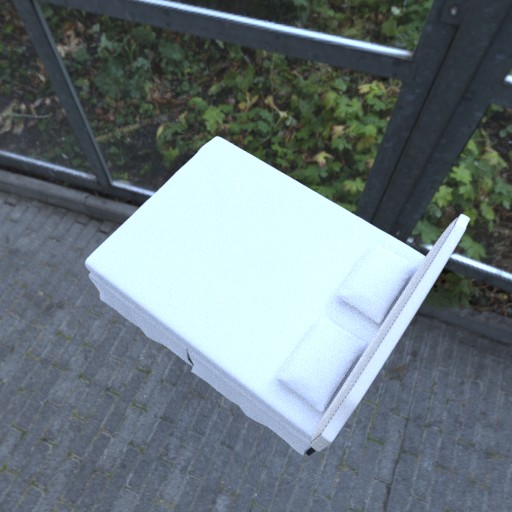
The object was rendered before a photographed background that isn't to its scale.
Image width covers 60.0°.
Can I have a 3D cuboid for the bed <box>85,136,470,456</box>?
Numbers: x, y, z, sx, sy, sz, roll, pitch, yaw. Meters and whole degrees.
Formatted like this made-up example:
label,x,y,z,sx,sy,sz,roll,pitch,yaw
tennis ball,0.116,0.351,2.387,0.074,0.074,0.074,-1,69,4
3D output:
label,x,y,z,sx,sy,sz,roll,pitch,yaw
bed,0.000,0.000,2.968,1.999,1.270,1.558,33,67,17
